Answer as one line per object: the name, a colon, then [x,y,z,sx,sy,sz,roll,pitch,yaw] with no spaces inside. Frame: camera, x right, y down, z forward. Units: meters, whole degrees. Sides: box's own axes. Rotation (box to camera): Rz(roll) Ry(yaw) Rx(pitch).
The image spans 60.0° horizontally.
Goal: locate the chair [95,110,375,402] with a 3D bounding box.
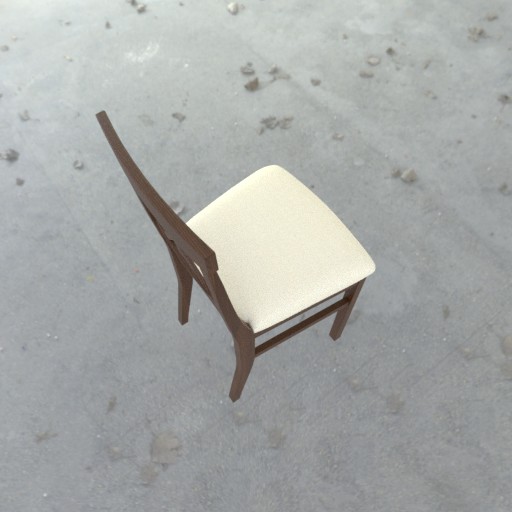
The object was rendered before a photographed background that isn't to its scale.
chair: [0.000,0.000,1.169,0.480,0.913,0.440,-31,63,-18]
